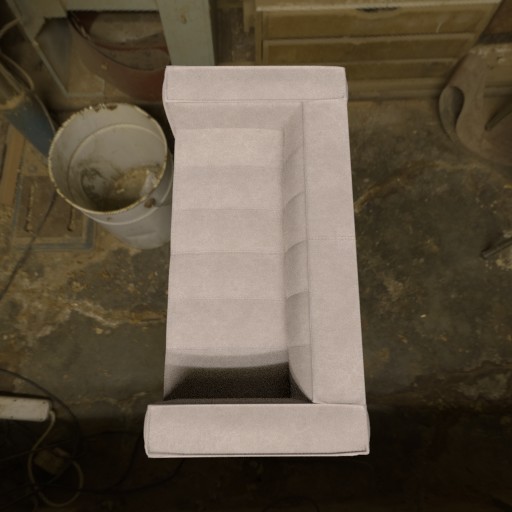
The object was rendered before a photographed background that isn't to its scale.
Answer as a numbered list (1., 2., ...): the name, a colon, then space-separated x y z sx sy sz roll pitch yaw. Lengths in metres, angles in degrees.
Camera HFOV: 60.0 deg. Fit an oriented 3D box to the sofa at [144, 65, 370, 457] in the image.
1. sofa: 0.000 0.000 2.477 1.038 0.680 1.995 0 76 0
